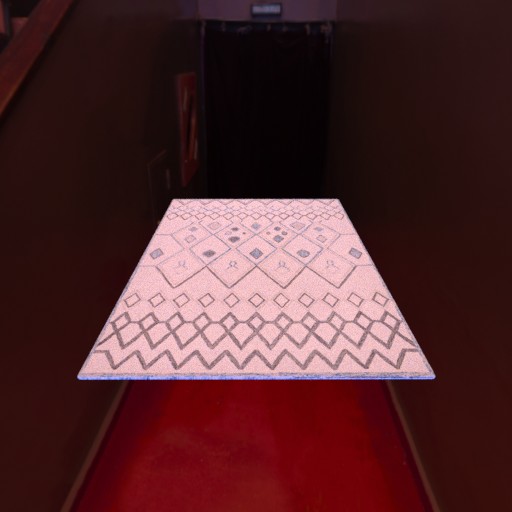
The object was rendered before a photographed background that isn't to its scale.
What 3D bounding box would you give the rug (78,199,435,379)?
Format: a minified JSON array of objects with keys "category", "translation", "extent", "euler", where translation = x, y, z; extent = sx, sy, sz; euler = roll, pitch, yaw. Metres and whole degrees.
[{"category":"rug","translation":[0.000,0.000,2.981],"extent":[1.524,0.015,2.439],"euler":[0,25,0]}]
